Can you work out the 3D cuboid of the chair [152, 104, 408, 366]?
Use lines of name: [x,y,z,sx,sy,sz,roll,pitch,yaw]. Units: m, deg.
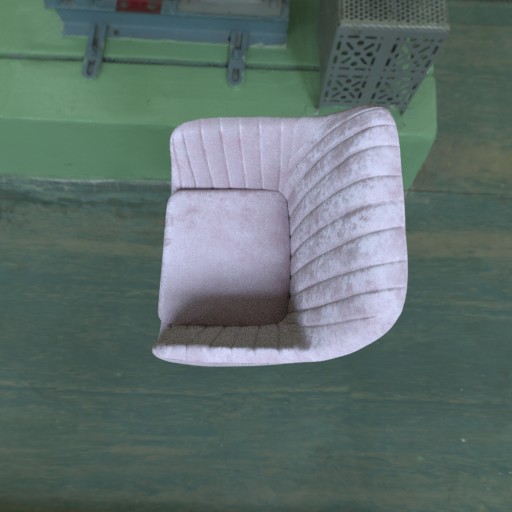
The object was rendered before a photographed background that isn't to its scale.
chair: [0.000,0.000,1.232,0.570,0.832,0.610,1,74,0]
